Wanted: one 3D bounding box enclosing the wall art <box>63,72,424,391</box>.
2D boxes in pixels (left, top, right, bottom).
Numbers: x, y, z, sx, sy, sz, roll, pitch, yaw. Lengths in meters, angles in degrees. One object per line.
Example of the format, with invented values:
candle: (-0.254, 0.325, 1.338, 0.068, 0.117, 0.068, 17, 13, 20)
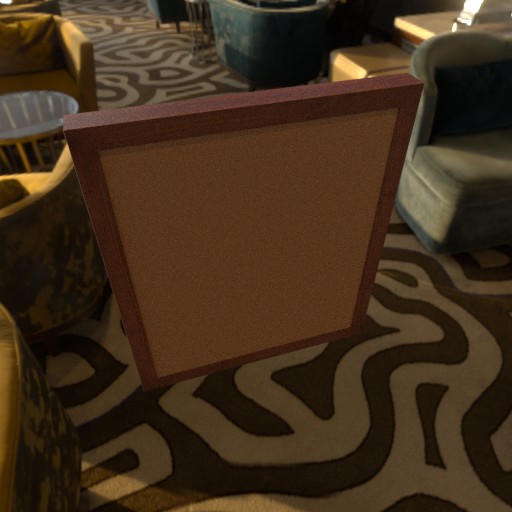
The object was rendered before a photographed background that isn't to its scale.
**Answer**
wall art: (0.000, 0.000, 0.526, 0.330, 0.381, 0.030, -12, 43, -13)
